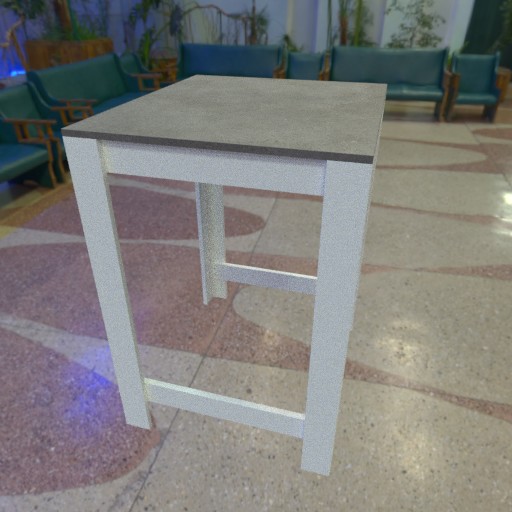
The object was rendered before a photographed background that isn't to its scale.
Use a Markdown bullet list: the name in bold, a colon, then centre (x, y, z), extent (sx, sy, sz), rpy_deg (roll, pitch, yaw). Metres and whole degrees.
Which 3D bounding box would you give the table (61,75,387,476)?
- **table**: centre (0.000, 0.000, 1.522), extent (0.700, 1.020, 0.800), rpy_deg (8, 32, 14)
